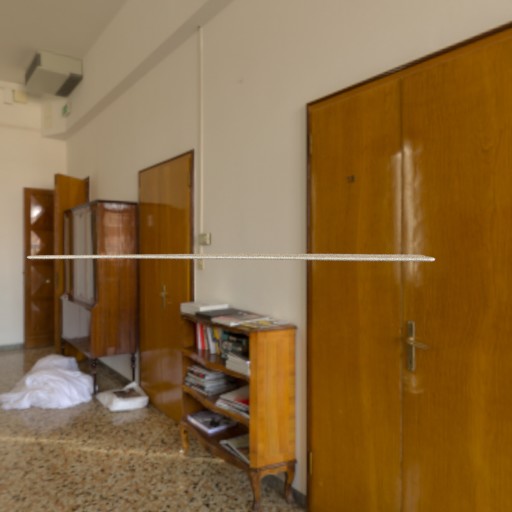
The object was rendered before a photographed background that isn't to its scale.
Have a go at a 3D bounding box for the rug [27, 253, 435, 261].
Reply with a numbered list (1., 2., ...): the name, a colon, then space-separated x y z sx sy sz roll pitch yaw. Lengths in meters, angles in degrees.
1. rug: 0.000 0.000 4.197 3.017 0.035 2.472 0 1 19
